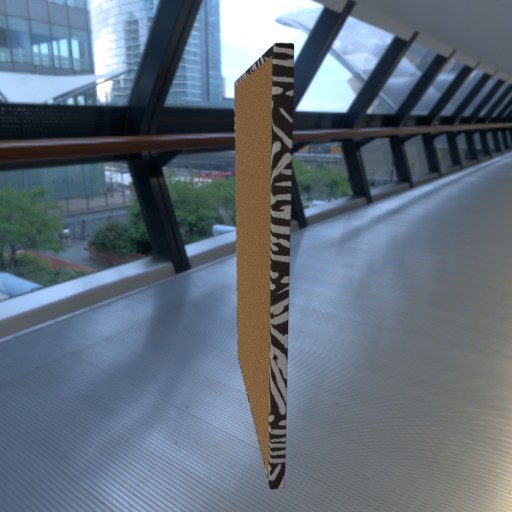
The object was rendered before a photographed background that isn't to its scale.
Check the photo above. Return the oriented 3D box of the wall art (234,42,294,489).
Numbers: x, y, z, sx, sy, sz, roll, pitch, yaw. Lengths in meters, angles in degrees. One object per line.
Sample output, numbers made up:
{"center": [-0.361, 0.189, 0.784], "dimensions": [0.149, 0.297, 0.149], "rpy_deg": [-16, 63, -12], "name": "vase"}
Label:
{"center": [0.000, 0.000, 1.163], "dimensions": [0.035, 0.918, 0.615], "rpy_deg": [-2, 16, -9], "name": "wall art"}
